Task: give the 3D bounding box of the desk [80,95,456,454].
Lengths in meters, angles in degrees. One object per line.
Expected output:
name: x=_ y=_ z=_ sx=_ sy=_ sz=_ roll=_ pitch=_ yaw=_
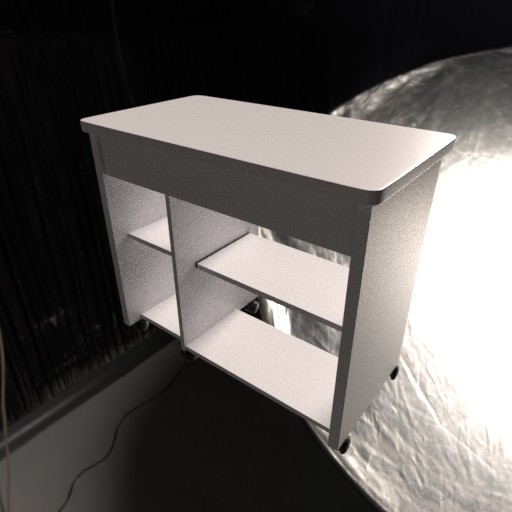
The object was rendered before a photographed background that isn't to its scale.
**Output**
desk: x=0.000 y=0.000 z=1.326 sx=0.877 sy=0.763 sz=0.475 roll=21 pitch=36 yaw=32
